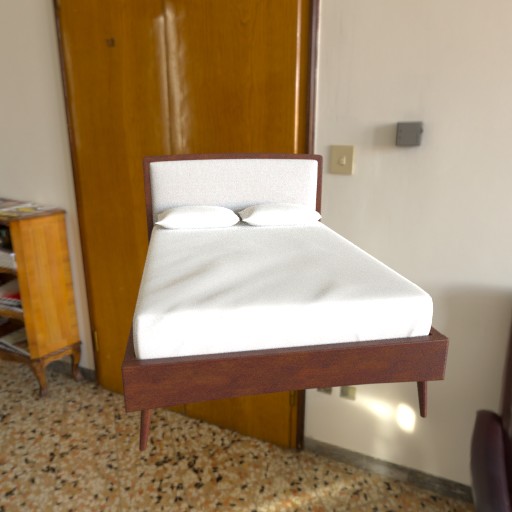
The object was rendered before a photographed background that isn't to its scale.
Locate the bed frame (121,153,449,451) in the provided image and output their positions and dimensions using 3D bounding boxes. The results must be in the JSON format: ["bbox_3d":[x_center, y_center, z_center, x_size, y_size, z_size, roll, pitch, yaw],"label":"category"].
[{"bbox_3d":[0.000,0.000,3.071,1.587,1.279,2.171,-3,16,-10],"label":"bed frame"}]
